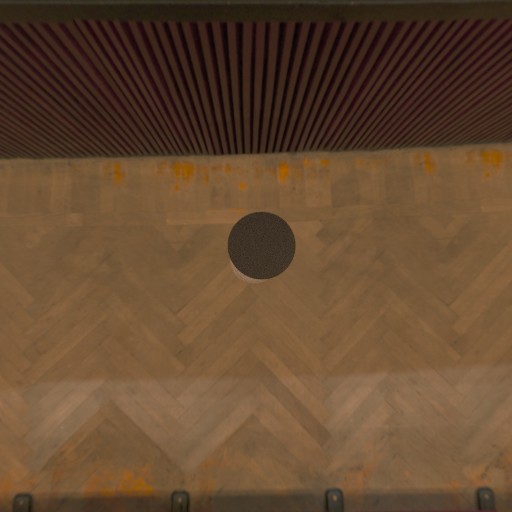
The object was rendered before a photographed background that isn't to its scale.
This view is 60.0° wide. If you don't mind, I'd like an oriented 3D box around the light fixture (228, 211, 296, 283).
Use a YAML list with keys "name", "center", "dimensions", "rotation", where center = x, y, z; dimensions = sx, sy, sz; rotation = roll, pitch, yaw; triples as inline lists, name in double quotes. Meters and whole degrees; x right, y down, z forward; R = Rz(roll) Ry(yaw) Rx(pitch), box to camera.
- name: "light fixture"
  center: [0.000, 0.000, 2.054]
  dimensions: [0.304, 1.867, 0.305]
  rotation: [0, 88, -1]
